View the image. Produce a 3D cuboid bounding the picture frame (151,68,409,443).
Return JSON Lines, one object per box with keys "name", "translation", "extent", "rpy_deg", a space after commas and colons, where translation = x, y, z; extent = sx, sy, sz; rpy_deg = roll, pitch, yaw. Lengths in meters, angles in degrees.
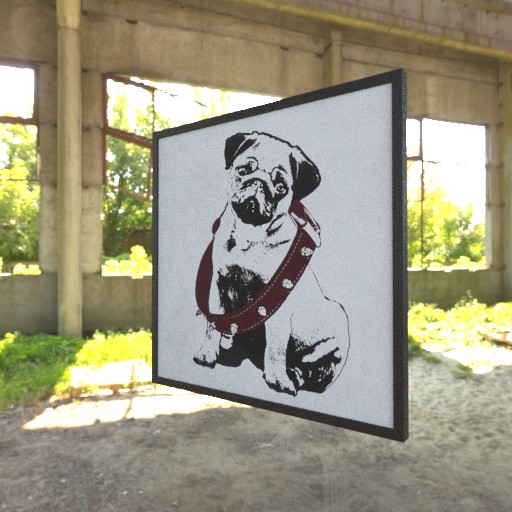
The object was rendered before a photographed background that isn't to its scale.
{"name": "picture frame", "translation": [0.000, 0.000, 1.157], "extent": [0.775, 0.775, 0.032], "rpy_deg": [-1, -1, 36]}
